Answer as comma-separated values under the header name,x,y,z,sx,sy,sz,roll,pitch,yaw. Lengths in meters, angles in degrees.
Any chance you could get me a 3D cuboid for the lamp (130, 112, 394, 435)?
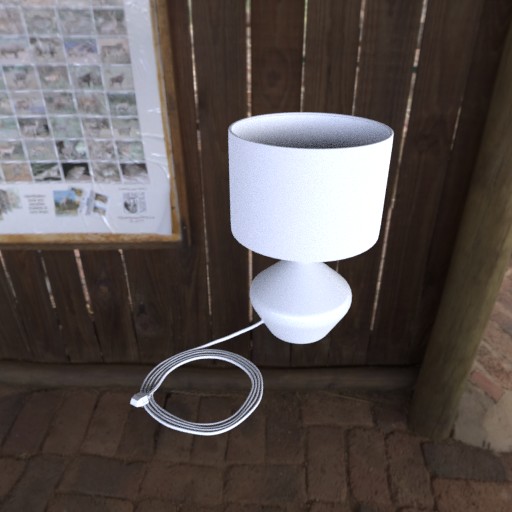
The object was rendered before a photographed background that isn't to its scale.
name,x,y,z,sx,sy,sz,roll,pitch,yaw
lamp,0.000,0.000,0.867,0.546,0.457,0.401,-9,30,-15
